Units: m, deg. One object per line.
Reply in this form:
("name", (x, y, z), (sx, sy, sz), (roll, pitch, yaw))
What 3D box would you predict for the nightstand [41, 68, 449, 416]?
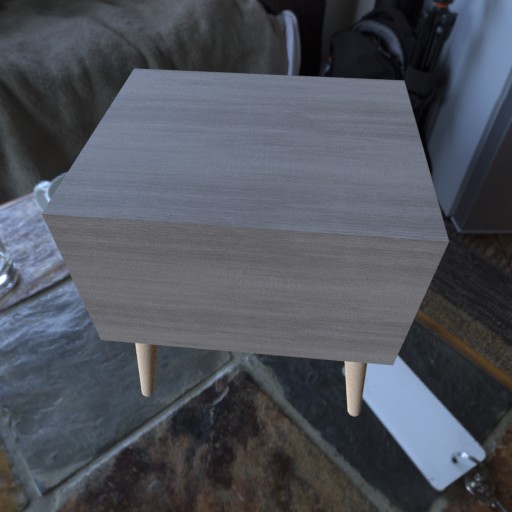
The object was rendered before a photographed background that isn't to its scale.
("nightstand", (0.000, 0.000, 0.798), (0.450, 0.500, 0.380), (4, 47, 4))
